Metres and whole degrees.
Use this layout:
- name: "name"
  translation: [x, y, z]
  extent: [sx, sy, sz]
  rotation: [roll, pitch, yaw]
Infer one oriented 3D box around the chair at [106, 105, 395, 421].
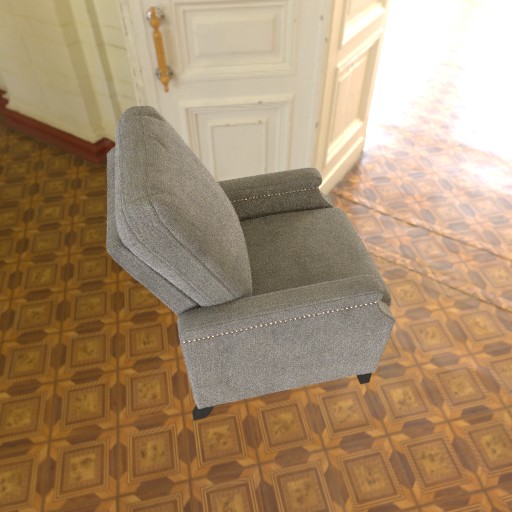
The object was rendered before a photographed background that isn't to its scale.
- name: "chair"
  translation: [0.000, 0.000, 1.668]
  extent: [0.922, 1.049, 0.710]
  rotation: [-9, 47, -9]
